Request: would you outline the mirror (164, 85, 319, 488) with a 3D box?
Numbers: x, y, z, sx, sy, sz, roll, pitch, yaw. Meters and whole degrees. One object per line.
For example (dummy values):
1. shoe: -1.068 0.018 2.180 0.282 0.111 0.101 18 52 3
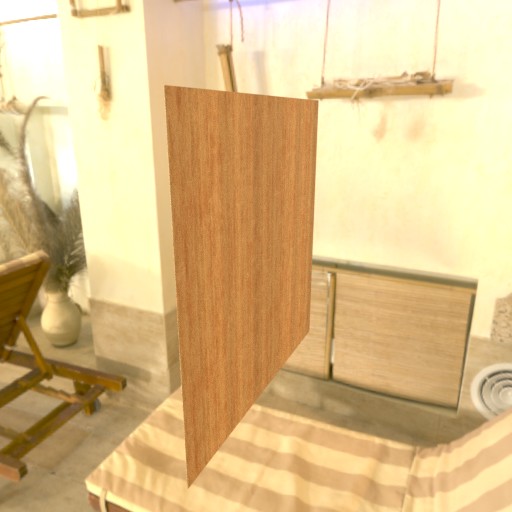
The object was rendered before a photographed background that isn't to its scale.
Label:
1. mirror: 0.000 0.000 0.955 0.047 0.651 0.651 8 19 24
